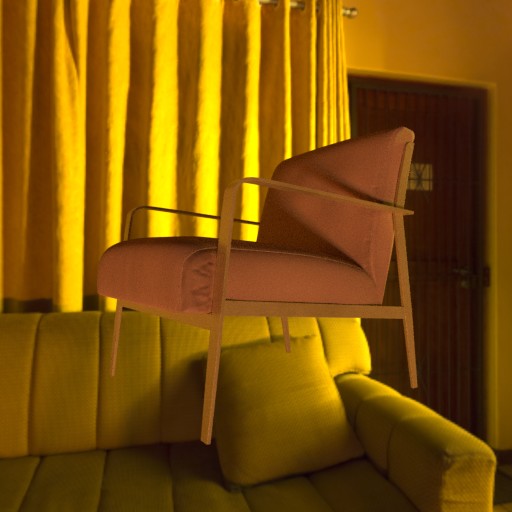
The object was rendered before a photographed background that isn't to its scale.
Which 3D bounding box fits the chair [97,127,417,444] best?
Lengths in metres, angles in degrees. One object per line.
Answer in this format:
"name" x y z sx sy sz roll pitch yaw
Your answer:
"chair" 0.000 0.000 1.425 0.848 0.823 0.701 0 0 -35
